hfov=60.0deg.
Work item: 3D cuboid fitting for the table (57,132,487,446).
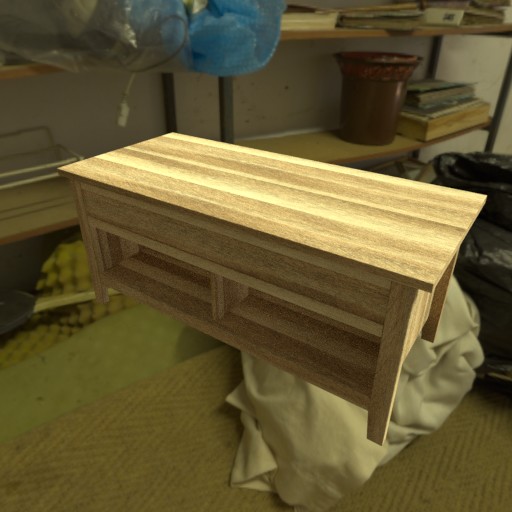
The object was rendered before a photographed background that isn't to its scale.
[{"bbox_3d":[0.000,0.000,1.344,1.095,0.480,0.493,19,35,29],"label":"table"}]
